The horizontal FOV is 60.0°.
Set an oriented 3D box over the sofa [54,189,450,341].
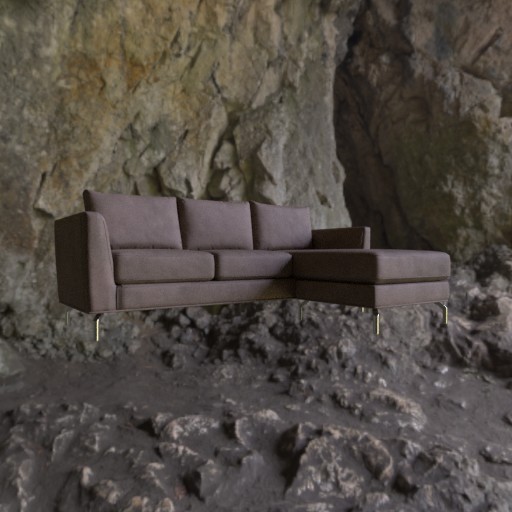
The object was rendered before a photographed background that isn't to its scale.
[{"bbox_3d":[0.000,0.000,3.236,2.438,0.987,1.622,0,0,-35],"label":"sofa"}]
